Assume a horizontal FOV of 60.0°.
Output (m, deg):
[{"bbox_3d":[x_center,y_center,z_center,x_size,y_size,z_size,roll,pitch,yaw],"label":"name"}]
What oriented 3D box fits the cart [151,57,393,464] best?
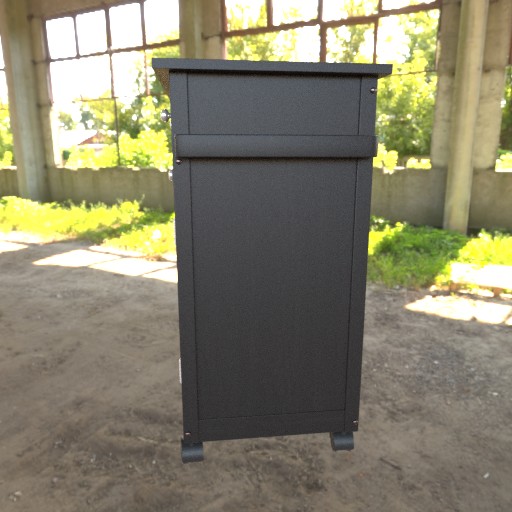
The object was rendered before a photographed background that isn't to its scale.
[{"bbox_3d":[0.000,0.000,1.215,0.456,0.879,0.660,-2,13,-7],"label":"cart"}]
